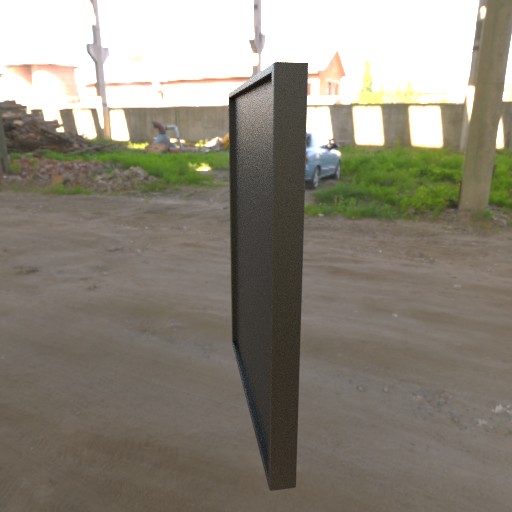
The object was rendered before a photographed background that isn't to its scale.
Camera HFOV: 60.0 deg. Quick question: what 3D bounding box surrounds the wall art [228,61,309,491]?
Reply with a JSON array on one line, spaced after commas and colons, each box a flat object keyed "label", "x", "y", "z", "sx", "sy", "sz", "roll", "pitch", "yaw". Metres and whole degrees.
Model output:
[{"label": "wall art", "x": 0.000, "y": 0.000, "z": 0.759, "sx": 0.039, "sy": 0.555, "sz": 0.449, "roll": -3, "pitch": 16, "yaw": -9}]
